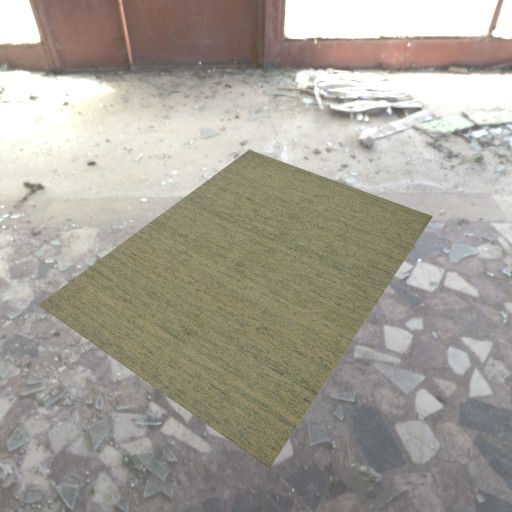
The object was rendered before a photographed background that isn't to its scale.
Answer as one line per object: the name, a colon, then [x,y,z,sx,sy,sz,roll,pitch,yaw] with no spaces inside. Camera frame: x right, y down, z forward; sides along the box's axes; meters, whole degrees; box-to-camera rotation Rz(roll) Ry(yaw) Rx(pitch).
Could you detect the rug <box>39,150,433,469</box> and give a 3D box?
rug: [0.000,0.000,4.346,2.437,0.014,3.201,26,49,24]
